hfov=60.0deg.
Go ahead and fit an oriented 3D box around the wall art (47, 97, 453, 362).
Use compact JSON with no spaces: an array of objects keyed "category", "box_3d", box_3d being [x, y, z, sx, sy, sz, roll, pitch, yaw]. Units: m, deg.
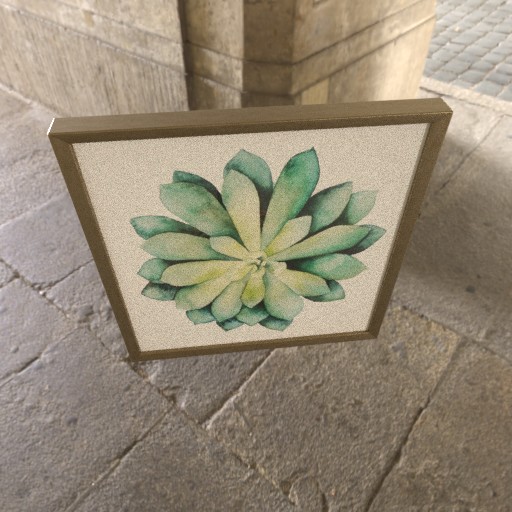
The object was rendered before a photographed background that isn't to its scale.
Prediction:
[{"category":"wall art","box_3d":[0.000,0.000,0.738,0.503,0.506,0.040,-5,45,-5]}]
